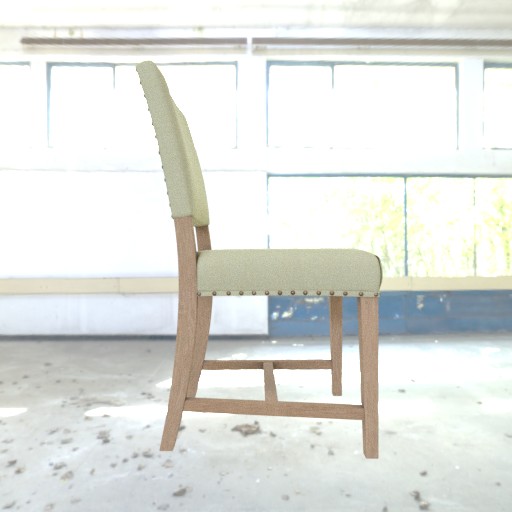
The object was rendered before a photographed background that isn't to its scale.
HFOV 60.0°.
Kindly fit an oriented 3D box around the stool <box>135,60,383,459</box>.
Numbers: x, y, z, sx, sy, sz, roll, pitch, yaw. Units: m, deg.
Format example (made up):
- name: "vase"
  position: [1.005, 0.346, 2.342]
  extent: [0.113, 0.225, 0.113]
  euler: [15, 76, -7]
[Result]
- name: "stool"
  position: [0.000, 0.000, 1.326]
  extent: [0.623, 0.986, 0.508]
  euler: [0, 1, 0]
